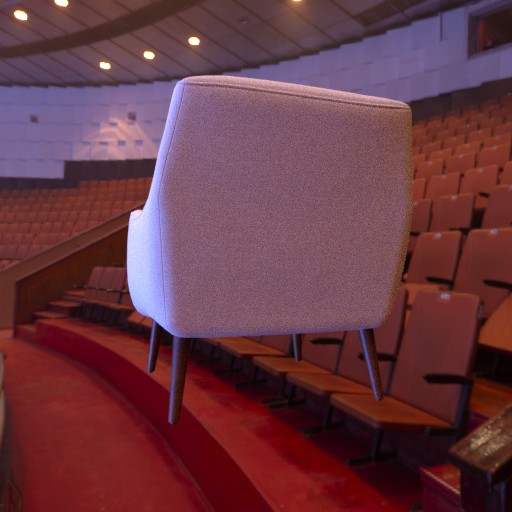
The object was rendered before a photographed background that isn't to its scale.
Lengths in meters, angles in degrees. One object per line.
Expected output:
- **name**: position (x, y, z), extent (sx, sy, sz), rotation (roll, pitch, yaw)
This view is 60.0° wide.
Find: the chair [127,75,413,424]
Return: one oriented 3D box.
- **chair**: position (0.000, 0.000, 1.418), extent (0.762, 0.838, 0.787), rotation (1, -2, -19)
